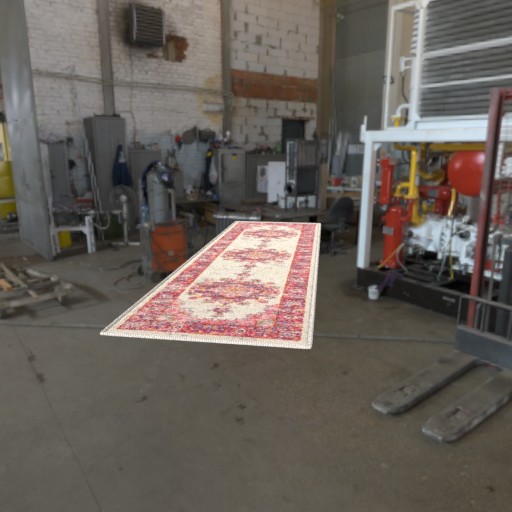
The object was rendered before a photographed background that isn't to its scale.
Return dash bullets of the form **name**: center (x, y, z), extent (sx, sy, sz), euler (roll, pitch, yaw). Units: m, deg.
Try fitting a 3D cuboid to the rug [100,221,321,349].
- **rug**: center (0.000, 0.000, 2.005), extent (0.562, 0.009, 1.824), euler (2, 14, 9)
